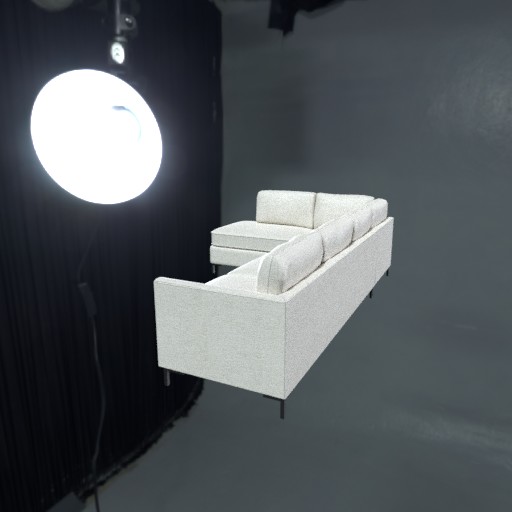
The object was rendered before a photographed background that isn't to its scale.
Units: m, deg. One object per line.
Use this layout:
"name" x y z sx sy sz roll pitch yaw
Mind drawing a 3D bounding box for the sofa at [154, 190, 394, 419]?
"sofa" 0.000 0.000 4.354 2.048 0.996 3.384 7 15 26
